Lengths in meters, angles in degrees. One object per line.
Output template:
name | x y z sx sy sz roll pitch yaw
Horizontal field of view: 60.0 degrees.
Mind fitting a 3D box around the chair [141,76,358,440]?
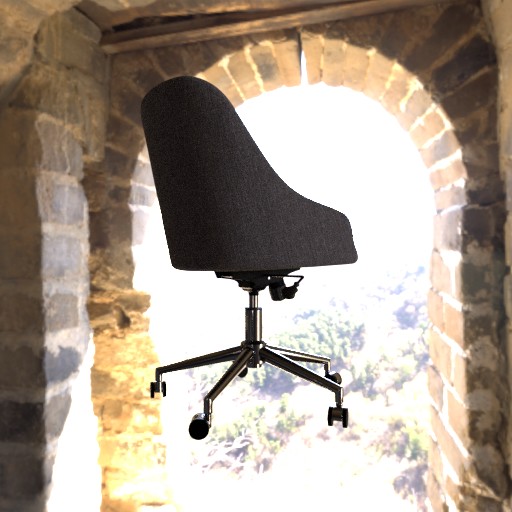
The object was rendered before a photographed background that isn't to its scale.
chair | 0.000 0.000 1.437 0.712 0.950 0.671 1 -1 -37
